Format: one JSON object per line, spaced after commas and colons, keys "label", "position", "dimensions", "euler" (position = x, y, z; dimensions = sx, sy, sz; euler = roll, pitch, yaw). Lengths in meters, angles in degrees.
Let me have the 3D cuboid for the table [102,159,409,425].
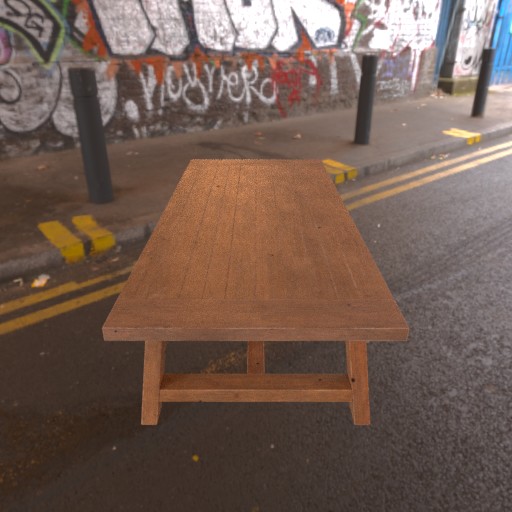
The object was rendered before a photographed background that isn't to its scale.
{"label": "table", "position": [0.000, 0.000, 2.091], "dimensions": [0.820, 0.465, 1.800], "euler": [0, 26, 0]}
